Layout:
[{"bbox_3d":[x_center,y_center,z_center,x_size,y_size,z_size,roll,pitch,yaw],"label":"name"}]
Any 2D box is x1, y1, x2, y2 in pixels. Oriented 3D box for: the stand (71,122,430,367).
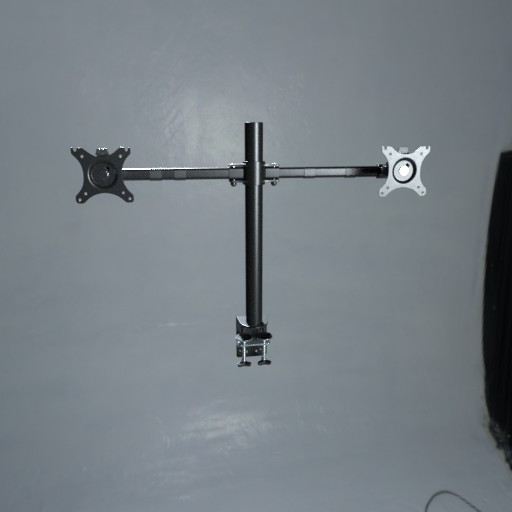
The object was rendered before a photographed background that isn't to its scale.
[{"bbox_3d":[0.000,0.000,1.041,0.743,0.603,0.150,-2,15,-9],"label":"stand"}]
